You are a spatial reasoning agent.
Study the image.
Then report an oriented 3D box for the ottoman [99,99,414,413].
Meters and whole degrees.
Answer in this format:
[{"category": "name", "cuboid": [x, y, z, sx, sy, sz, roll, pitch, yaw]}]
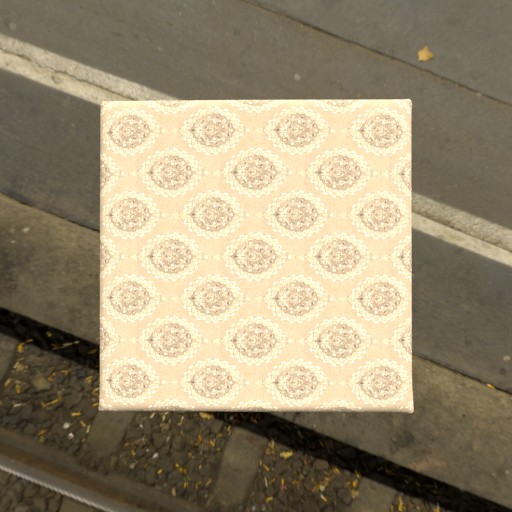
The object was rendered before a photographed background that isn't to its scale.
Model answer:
[{"category": "ottoman", "cuboid": [0.000, 0.000, 1.402, 0.890, 0.411, 0.889, 0, 90, 1]}]
